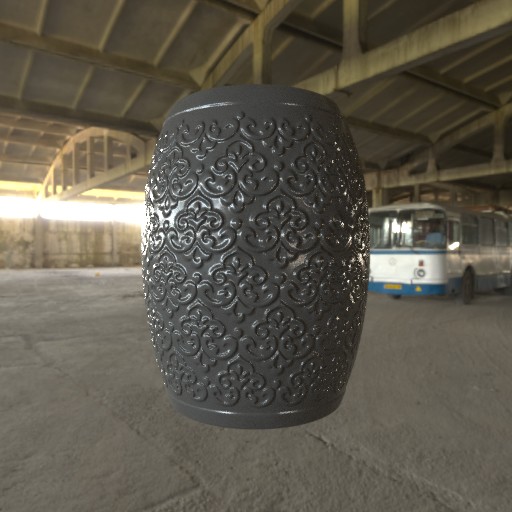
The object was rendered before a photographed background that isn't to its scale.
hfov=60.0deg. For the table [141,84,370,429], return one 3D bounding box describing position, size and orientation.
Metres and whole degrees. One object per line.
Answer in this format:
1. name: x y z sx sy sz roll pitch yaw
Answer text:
1. table: 0.000 0.000 0.618 0.309 0.397 0.309 0 1 0
